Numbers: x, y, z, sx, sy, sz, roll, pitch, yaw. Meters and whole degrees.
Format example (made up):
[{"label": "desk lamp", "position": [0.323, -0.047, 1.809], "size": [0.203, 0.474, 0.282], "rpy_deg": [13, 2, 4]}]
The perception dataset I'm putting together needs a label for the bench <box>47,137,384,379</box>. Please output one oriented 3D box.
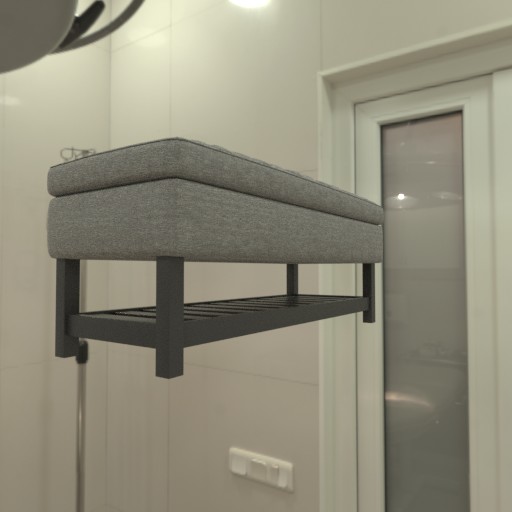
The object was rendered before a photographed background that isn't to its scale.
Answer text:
[{"label": "bench", "position": [0.000, 0.000, 1.321], "size": [0.429, 0.470, 1.100], "rpy_deg": [-1, -2, 35]}]
